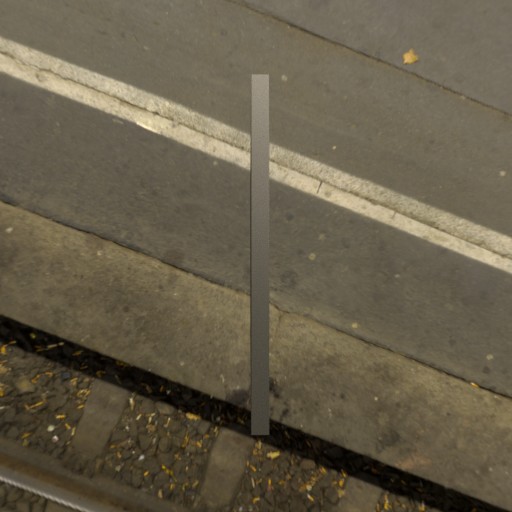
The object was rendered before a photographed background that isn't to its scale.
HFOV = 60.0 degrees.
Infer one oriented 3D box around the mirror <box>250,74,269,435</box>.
[{"bbox_3d":[0.000,0.000,1.545,0.038,1.219,0.762,0,90,-1],"label":"mirror"}]
